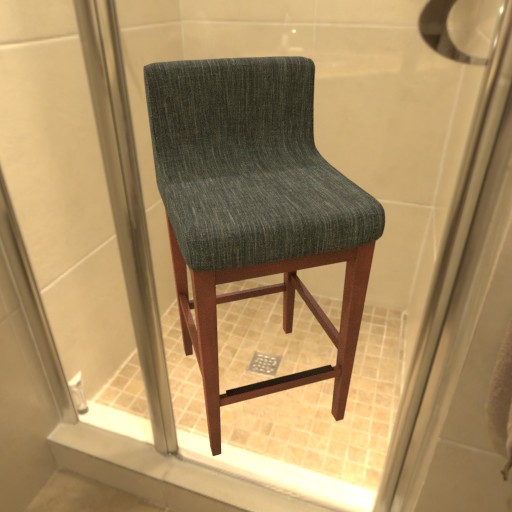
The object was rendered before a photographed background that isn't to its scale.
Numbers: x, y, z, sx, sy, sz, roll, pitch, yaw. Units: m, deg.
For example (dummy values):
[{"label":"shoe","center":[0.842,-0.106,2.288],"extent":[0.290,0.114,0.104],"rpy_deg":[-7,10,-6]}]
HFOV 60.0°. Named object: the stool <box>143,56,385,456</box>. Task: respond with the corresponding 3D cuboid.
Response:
[{"label":"stool","center":[0.000,0.000,1.069],"extent":[0.395,0.835,0.459],"rpy_deg":[-10,32,-15]}]
